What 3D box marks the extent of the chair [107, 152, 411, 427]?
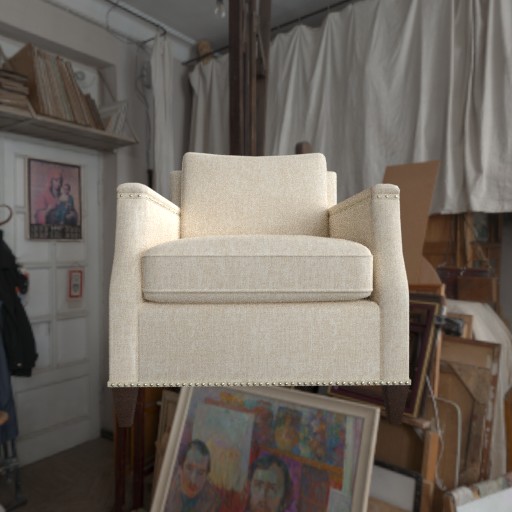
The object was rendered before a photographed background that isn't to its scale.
[{"bbox_3d":[0.000,0.000,1.714,0.838,0.940,1.041,0,1,-1],"label":"chair"}]
